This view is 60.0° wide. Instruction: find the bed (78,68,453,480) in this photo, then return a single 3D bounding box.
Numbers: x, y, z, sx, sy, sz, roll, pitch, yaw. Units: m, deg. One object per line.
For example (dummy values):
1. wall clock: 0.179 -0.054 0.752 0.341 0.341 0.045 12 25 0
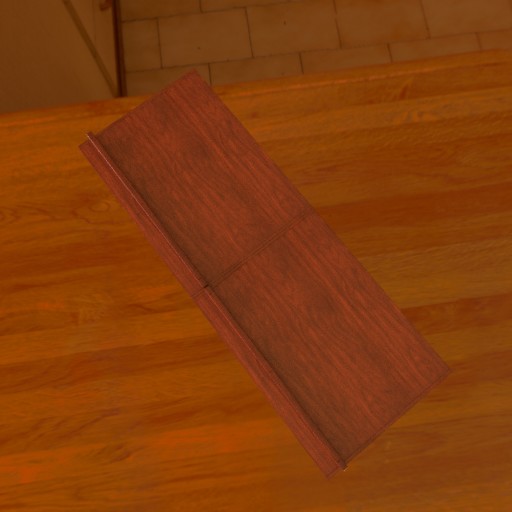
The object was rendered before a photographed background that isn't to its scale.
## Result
1. bed: 0.000 0.000 2.320 0.787 0.326 2.057 -37 80 -8
